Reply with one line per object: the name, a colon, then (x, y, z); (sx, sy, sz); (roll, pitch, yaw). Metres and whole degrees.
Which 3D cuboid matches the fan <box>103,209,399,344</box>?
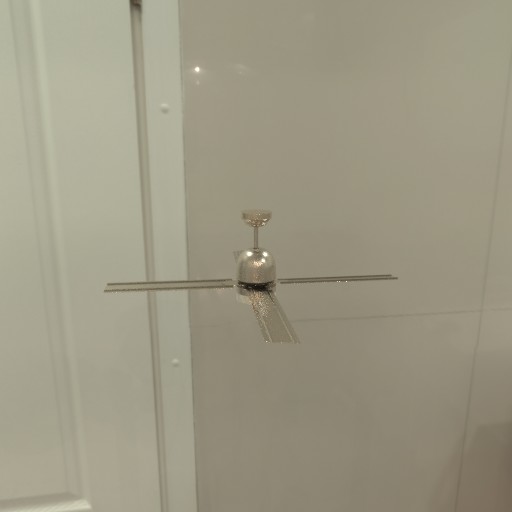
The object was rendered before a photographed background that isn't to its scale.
fan: (0.000, 0.000, 2.020); (1.346, 0.406, 1.346); (-2, 14, -9)
